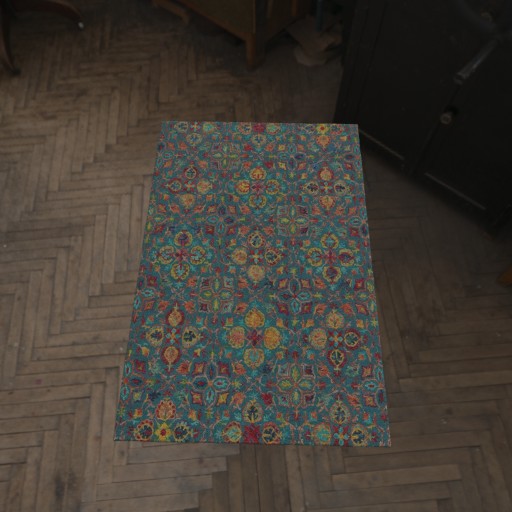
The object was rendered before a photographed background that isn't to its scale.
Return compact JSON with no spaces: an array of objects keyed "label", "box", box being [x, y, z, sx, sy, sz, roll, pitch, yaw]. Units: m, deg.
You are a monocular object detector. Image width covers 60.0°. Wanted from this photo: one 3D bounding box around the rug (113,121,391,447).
[{"label":"rug","box":[0.000,0.000,2.340,1.216,0.014,1.836,1,64,1]}]
